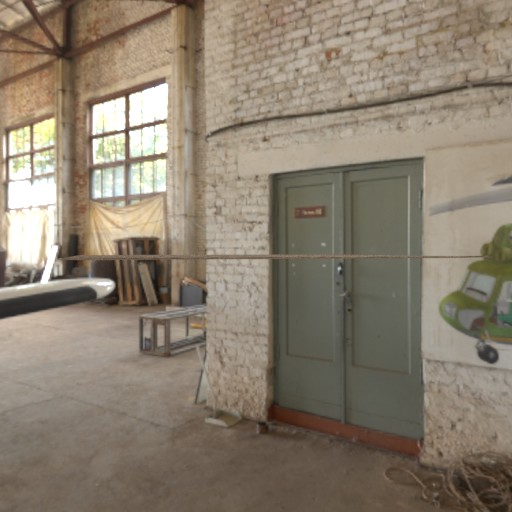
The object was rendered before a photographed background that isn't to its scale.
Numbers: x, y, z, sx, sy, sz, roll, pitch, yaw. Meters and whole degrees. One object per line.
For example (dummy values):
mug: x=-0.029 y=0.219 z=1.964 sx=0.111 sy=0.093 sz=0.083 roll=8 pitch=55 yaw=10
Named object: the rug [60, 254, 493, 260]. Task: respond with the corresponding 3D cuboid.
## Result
rug: x=0.000 y=0.000 z=4.181 sx=3.205 sy=0.015 sz=2.437 roll=0 pitch=1 yaw=-19
